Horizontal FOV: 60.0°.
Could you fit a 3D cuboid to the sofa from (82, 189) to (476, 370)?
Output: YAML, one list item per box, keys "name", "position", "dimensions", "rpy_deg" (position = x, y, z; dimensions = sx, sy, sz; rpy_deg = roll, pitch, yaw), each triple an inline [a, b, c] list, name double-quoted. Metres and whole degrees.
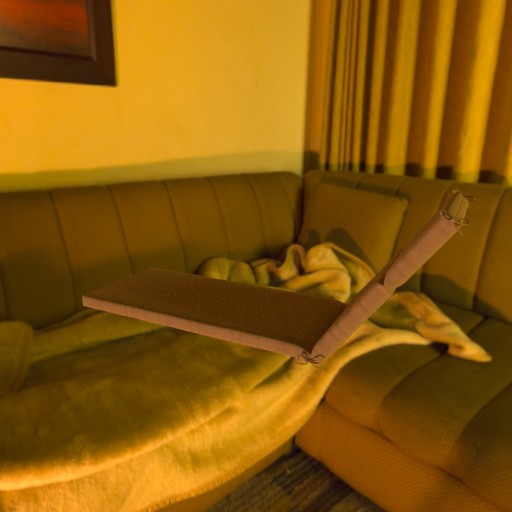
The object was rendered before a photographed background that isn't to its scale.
- name: "sofa"
  position: [0.000, 0.000, 1.948]
  dimensions: [1.663, 0.622, 0.582]
  rpy_deg: [8, 18, 26]
